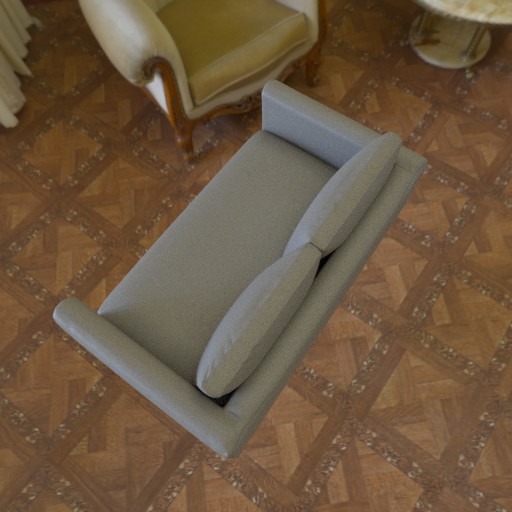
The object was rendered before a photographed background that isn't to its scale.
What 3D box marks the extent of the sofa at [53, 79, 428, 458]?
[{"bbox_3d":[0.000,0.000,2.146,0.899,0.873,1.598,33,69,14],"label":"sofa"}]
